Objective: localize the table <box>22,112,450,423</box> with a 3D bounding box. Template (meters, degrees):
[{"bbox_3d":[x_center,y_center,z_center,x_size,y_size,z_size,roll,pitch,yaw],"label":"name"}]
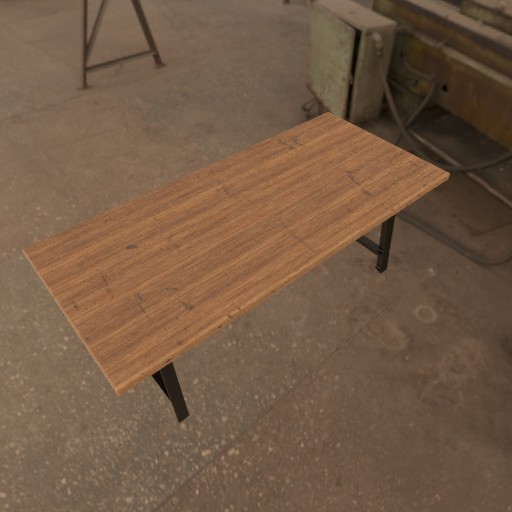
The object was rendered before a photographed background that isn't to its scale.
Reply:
[{"bbox_3d":[0.000,0.000,2.695,2.200,0.757,1.000,-31,53,-27],"label":"table"}]
